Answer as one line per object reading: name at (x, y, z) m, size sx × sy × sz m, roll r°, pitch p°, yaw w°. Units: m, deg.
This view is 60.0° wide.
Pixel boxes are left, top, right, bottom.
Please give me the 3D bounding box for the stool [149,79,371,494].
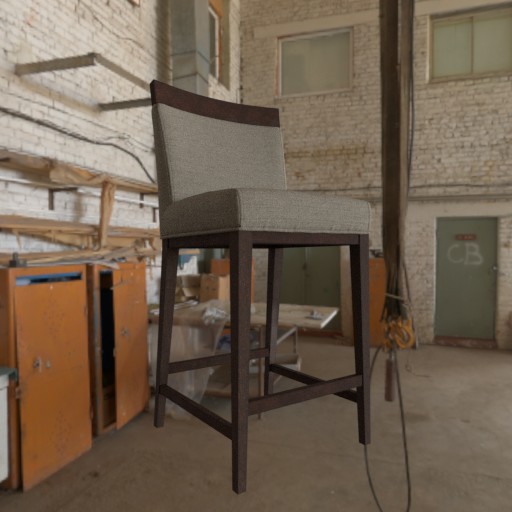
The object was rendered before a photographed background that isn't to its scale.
stool at (0.000, 0.000, 1.388) m, size 0.511 × 1.117 × 0.531 m, roll -1°, pitch 1°, yaw -36°
